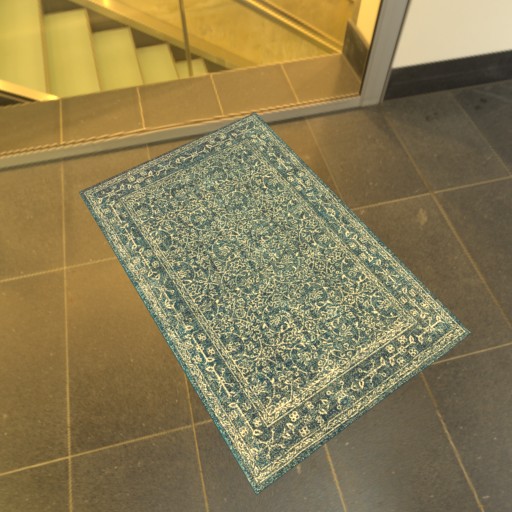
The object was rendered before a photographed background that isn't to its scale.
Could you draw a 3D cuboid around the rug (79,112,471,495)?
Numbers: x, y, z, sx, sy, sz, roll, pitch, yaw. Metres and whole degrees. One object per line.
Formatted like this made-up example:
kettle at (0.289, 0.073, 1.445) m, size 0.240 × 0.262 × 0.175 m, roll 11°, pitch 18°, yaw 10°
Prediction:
rug at (0.000, 0.000, 2.282) m, size 1.200 × 0.005 × 1.819 m, roll -29°, pitch 63°, yaw -17°
